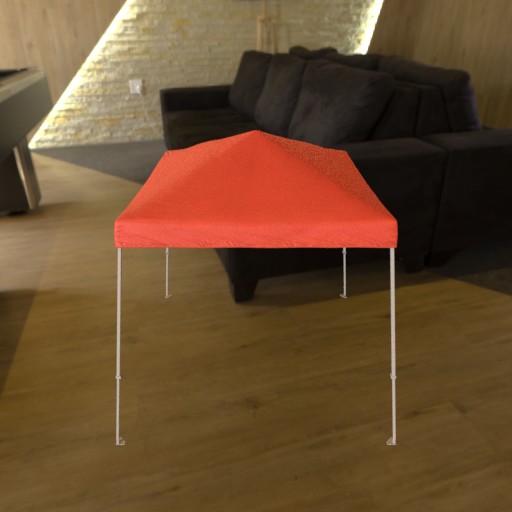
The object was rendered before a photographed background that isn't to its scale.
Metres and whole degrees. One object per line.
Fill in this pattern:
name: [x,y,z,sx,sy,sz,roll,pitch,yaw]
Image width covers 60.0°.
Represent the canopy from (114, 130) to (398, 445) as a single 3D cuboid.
canopy: [0.000,0.000,5.122,2.849,2.850,2.850,0,27,0]
